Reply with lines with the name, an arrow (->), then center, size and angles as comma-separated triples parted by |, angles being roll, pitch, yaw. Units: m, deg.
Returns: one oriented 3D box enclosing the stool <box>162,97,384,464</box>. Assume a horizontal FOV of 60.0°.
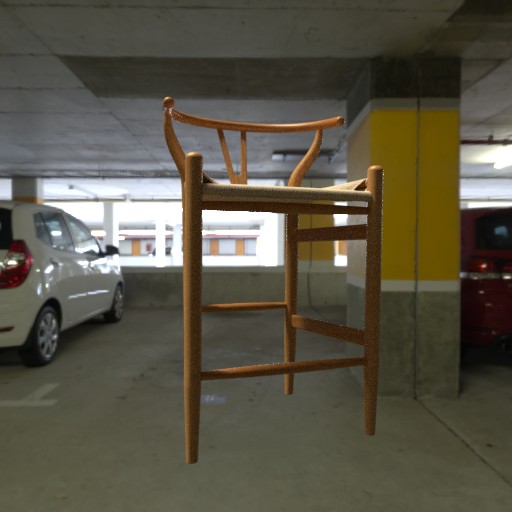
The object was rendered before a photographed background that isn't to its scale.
stool -> 0.000, 0.000, 1.360 | 0.569, 0.970, 0.579 | 0, 1, -19
